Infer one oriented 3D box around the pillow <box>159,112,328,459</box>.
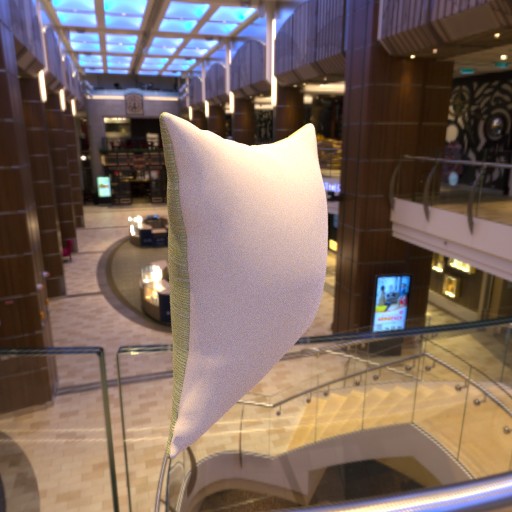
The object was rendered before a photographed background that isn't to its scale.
[{"bbox_3d":[0.000,0.000,0.821,0.229,0.487,0.560,8,17,26],"label":"pillow"}]
